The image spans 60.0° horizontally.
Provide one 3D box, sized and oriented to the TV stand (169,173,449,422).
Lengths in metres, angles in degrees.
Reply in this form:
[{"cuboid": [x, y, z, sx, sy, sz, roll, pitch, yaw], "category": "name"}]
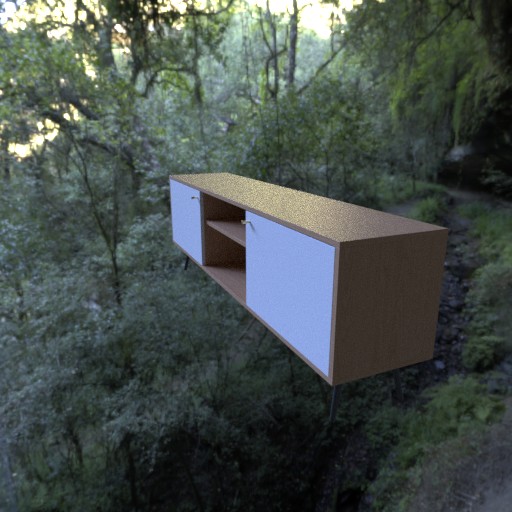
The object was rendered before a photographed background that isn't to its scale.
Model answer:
[{"cuboid": [0.000, 0.000, 2.028, 0.400, 0.580, 1.760, -7, 18, -23], "category": "TV stand"}]
